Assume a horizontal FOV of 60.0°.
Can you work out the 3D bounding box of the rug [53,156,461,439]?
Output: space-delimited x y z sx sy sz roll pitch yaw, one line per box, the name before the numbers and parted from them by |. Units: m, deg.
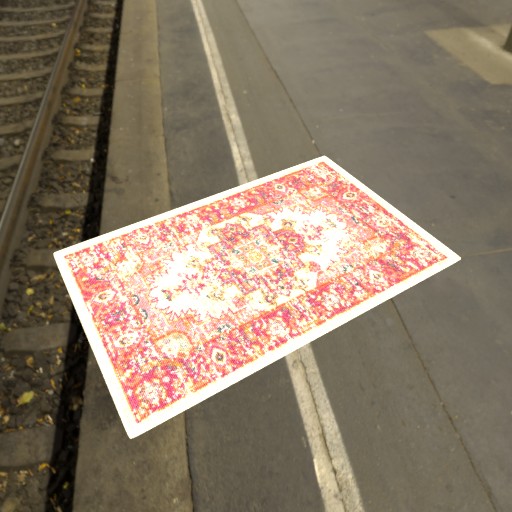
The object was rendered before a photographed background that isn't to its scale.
rug | 0.000 0.000 1.115 0.868 0.004 0.556 -23 49 -22
